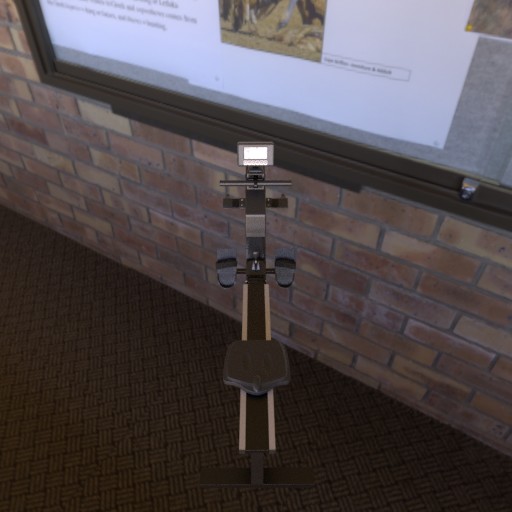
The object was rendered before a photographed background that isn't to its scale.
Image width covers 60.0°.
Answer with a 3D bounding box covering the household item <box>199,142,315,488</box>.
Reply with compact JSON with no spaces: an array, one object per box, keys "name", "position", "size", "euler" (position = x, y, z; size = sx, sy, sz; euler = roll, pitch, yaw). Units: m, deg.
[{"name":"household item","position":[0.000,0.000,2.573],"size":[0.521,0.810,2.251],"euler":[0,43,0]}]
